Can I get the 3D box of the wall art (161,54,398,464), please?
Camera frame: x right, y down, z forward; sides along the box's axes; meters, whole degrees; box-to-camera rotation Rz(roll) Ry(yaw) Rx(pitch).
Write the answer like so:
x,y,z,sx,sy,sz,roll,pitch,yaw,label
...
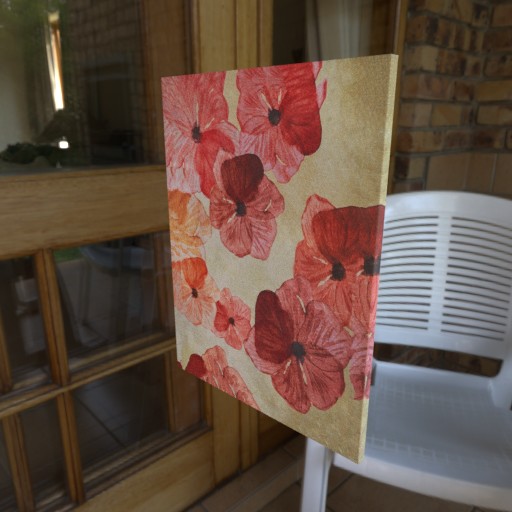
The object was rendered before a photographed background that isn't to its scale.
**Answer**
x,y,z,sx,sy,sz,roll,pitch,yaw,label
0.000,0.000,1.296,0.762,1.015,0.031,14,22,39,wall art
